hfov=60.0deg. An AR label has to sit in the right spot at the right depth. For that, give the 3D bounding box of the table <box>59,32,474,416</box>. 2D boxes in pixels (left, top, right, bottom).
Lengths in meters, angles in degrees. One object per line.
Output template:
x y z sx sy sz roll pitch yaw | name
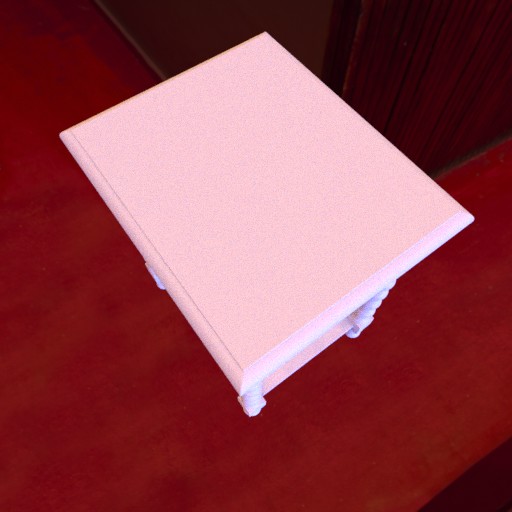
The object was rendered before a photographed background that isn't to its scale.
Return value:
0.000 0.000 0.842 0.381 0.531 0.460 -33 68 -16 | table
